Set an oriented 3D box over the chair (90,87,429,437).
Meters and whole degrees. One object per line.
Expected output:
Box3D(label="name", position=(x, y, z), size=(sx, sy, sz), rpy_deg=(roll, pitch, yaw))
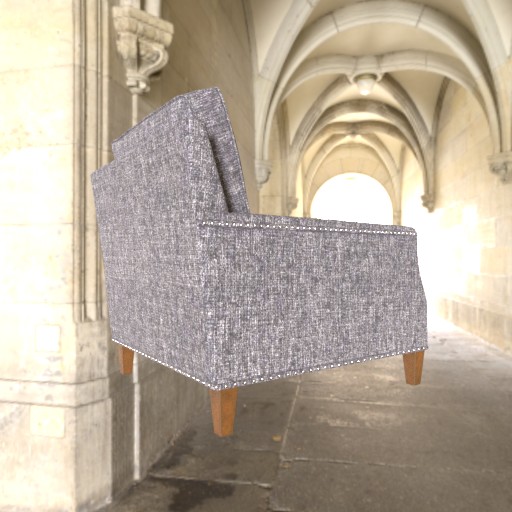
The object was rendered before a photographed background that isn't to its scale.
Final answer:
Box3D(label="chair", position=(0.000, 0.000, 1.696), size=(1.014, 0.943, 0.853), rpy_deg=(0, -1, -35))
